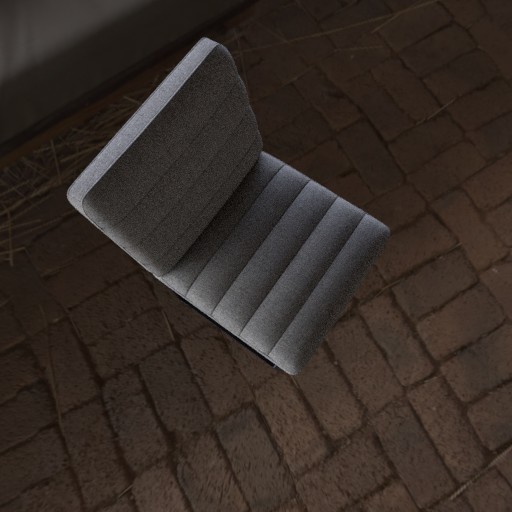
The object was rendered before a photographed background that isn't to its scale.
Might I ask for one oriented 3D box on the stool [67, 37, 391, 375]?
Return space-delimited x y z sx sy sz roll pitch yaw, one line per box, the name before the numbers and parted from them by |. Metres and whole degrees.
stool | 0.000 0.000 1.318 0.571 1.034 0.459 35 78 9
